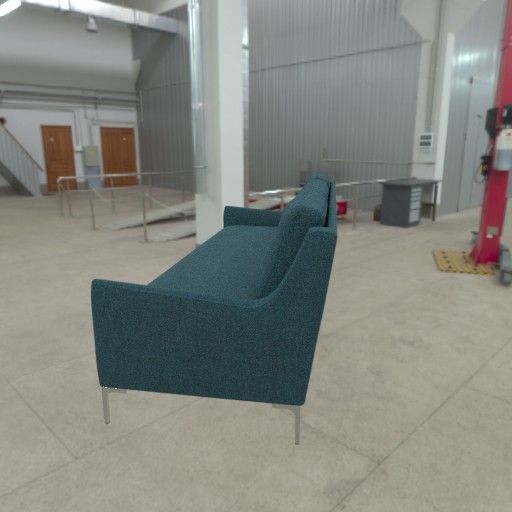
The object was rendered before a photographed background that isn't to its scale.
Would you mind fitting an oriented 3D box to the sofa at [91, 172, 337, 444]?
[{"bbox_3d":[0.000,0.000,2.464,0.849,0.837,2.060,2,14,9],"label":"sofa"}]
